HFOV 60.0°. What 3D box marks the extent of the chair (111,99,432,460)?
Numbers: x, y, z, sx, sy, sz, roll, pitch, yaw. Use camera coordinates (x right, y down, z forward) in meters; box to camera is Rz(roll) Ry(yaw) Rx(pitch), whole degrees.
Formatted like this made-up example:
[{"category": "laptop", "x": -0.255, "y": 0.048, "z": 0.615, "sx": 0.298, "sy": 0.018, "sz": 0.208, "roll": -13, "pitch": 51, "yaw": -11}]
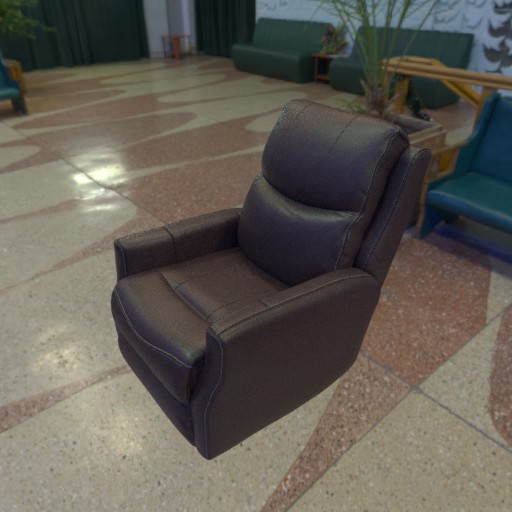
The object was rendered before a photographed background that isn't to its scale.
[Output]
[{"category": "chair", "x": 0.000, "y": 0.000, "z": 1.756, "sx": 1.080, "sy": 1.030, "sz": 0.829, "roll": -23, "pitch": 38, "yaw": -32}]
